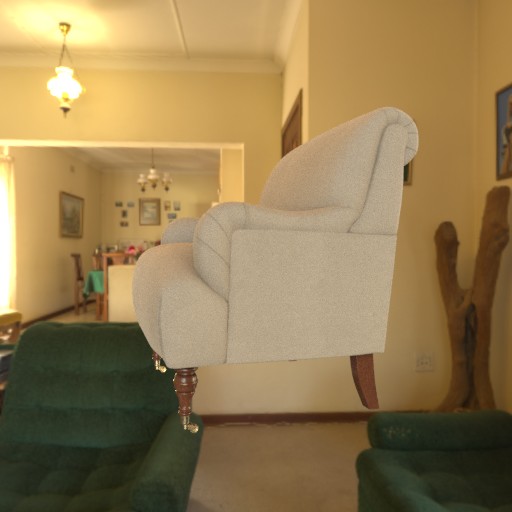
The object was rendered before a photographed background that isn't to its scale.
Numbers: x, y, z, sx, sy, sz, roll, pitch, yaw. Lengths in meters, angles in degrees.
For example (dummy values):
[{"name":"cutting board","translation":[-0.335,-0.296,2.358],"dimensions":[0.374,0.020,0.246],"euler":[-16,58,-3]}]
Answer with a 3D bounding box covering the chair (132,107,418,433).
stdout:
[{"name":"chair","translation":[0.000,0.000,1.578],"dimensions":[0.842,0.942,0.766],"euler":[0,1,-19]}]
